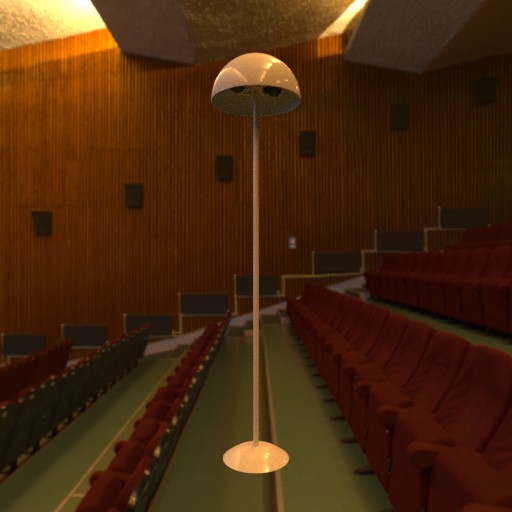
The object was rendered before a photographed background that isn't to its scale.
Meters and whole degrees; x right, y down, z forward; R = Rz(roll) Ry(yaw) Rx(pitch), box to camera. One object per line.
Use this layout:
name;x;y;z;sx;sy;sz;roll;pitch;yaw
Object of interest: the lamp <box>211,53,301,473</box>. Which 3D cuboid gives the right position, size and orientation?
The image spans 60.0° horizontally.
lamp;0.000;0.000;1.629;0.328;1.480;0.328;0;0;-1
